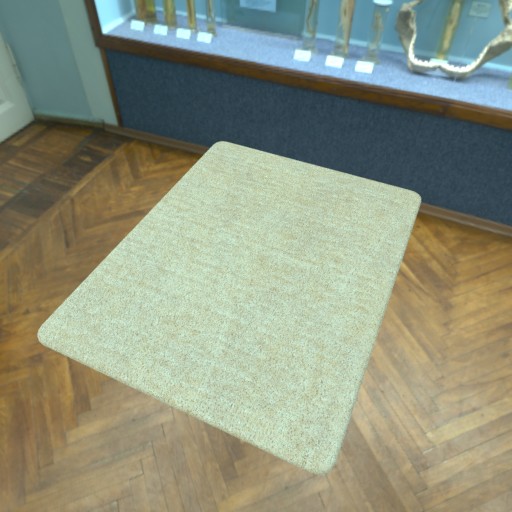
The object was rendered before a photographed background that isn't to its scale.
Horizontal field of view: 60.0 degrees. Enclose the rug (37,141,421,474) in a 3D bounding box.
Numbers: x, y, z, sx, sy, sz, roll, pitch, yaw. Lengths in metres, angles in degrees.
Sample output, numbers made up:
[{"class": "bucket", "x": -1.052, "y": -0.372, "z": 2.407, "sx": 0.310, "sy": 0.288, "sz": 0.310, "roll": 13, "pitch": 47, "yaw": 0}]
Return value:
[{"class": "rug", "x": 0.000, "y": 0.000, "z": 3.334, "sx": 2.009, "sy": 0.048, "sz": 2.528, "roll": 19, "pitch": 50, "yaw": 17}]
